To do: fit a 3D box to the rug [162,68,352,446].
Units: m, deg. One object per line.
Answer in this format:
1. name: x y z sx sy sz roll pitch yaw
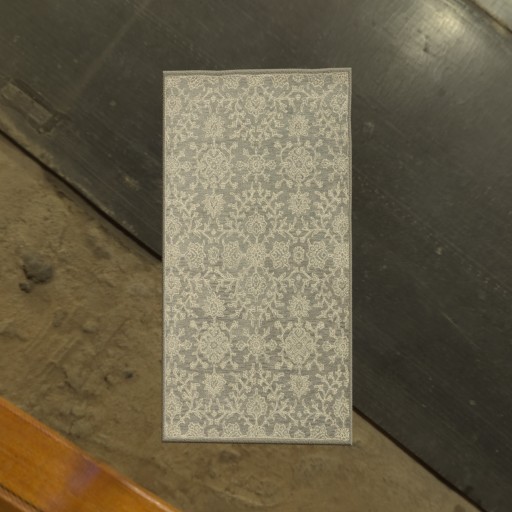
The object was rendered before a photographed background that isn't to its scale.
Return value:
1. rug: 0.000 0.000 3.606 1.546 0.011 3.048 0 89 2
